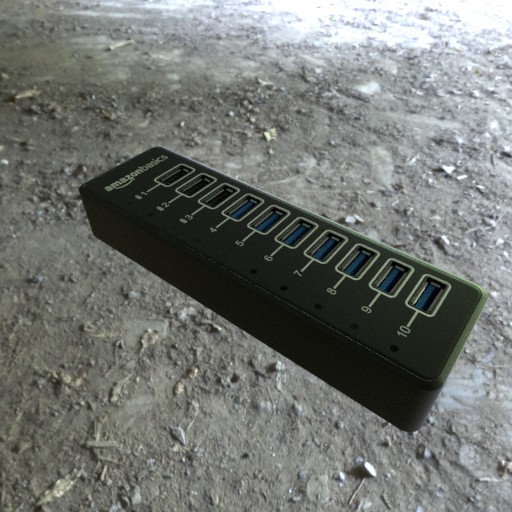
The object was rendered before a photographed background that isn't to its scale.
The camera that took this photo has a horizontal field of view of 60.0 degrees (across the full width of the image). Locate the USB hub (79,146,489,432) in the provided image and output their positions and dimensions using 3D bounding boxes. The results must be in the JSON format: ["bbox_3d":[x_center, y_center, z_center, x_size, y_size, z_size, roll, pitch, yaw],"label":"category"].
[{"bbox_3d":[0.000,0.000,0.159,0.145,0.023,0.044,28,50,27],"label":"USB hub"}]
